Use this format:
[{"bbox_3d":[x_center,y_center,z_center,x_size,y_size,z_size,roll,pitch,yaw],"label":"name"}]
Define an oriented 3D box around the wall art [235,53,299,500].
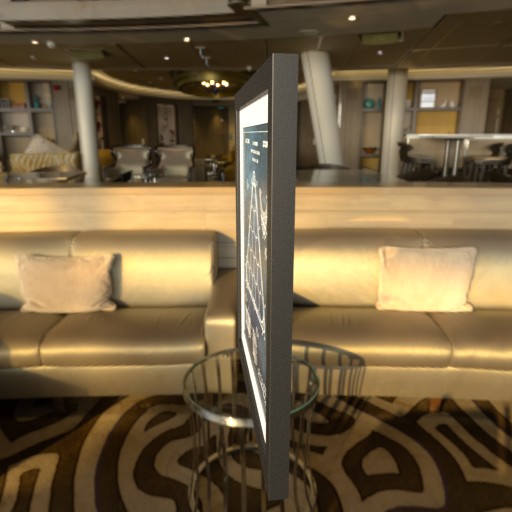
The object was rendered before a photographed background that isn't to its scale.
[{"bbox_3d":[0.000,0.000,0.688,0.025,0.508,0.432,-2,15,-7],"label":"wall art"}]
